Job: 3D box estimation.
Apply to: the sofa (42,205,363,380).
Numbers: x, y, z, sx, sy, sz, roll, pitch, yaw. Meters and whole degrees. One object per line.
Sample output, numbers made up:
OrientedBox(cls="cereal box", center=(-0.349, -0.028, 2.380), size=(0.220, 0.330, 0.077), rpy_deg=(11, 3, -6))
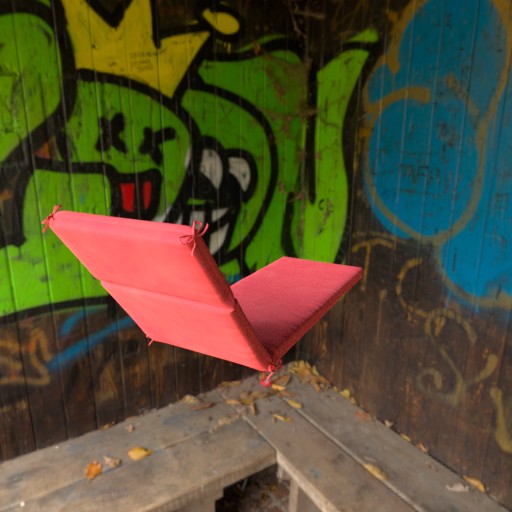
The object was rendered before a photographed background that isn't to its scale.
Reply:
OrientedBox(cls="sofa", center=(0.000, 0.000, 1.932), size=(0.582, 0.622, 1.663), rpy_deg=(8, 18, 28))
